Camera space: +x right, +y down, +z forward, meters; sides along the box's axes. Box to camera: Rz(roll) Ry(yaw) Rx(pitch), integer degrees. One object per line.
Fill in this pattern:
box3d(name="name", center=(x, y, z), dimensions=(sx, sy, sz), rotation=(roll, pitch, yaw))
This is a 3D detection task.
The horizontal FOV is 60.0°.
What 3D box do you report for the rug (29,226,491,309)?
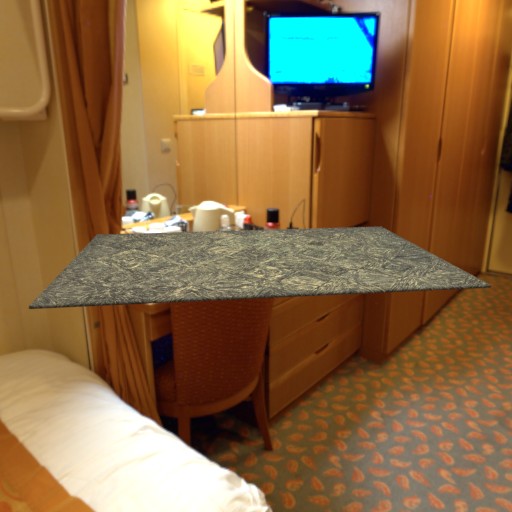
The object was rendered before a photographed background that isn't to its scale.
box3d(name="rug", center=(0.000, 0.000, 2.913), dimensions=(2.330, 0.017, 1.478), rotation=(-2, 16, -7))
